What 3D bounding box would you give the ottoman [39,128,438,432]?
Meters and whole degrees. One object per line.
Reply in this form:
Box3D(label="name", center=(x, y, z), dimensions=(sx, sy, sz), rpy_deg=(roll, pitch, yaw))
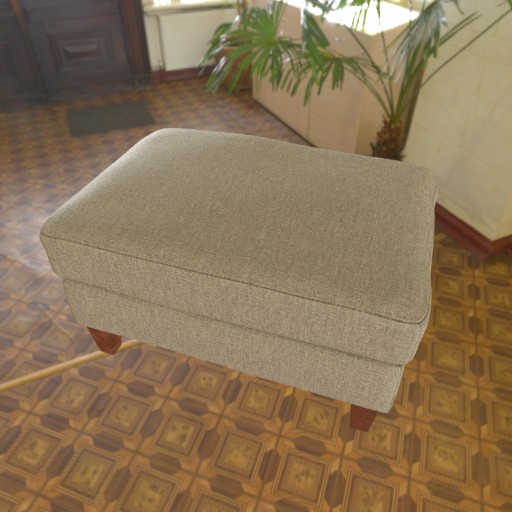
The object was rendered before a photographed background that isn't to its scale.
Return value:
Box3D(label="ottoman", center=(0.000, 0.000, 1.237), dimensions=(0.873, 0.494, 0.639), rpy_deg=(12, 42, 14))
